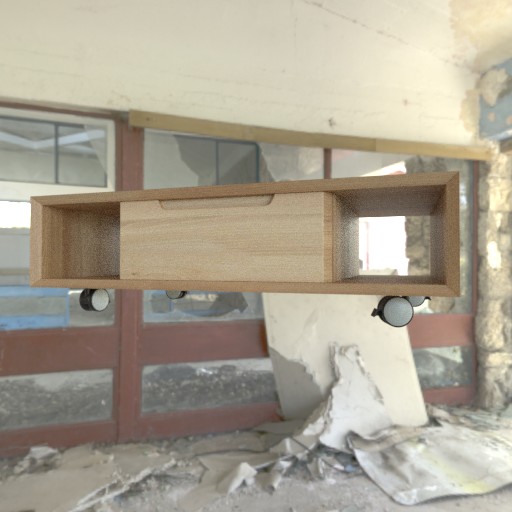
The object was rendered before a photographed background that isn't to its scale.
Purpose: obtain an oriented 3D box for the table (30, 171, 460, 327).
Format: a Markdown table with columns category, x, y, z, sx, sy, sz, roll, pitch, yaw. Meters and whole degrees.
| category | x | y | z | sx | sy | sz | roll | pitch | yaw |
| --- | --- | --- | --- | --- | --- | --- | --- | --- | --- |
| table | 0.000 | 0.000 | 1.396 | 1.100 | 0.330 | 0.700 | 0 | -1 | 19 |
